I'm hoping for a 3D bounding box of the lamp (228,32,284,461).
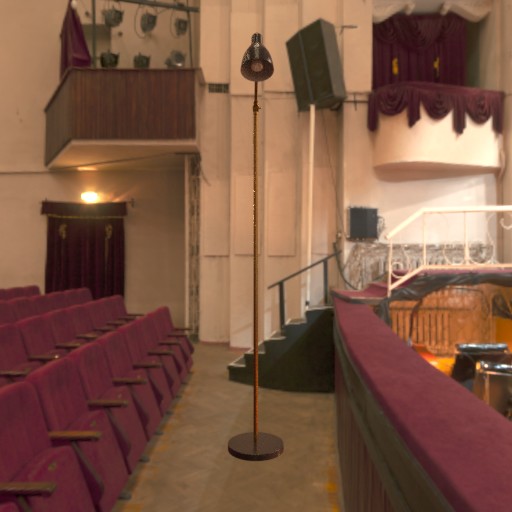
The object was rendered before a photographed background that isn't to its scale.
[{"bbox_3d":[0.000,0.000,1.802,0.235,1.628,0.618,0,-1,-1],"label":"lamp"}]
